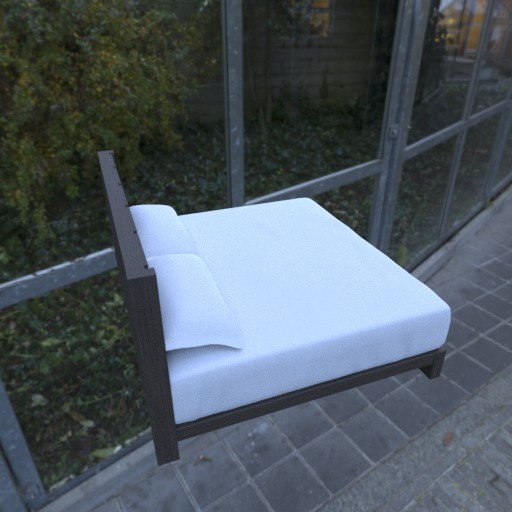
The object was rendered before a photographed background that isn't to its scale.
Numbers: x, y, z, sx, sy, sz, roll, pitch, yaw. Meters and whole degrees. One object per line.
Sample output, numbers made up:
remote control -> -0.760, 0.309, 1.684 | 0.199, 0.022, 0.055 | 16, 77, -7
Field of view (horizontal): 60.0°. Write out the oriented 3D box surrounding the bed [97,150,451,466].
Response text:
bed -> 0.000, 0.000, 3.429 | 2.012, 1.270, 2.134 | -10, 31, -18
